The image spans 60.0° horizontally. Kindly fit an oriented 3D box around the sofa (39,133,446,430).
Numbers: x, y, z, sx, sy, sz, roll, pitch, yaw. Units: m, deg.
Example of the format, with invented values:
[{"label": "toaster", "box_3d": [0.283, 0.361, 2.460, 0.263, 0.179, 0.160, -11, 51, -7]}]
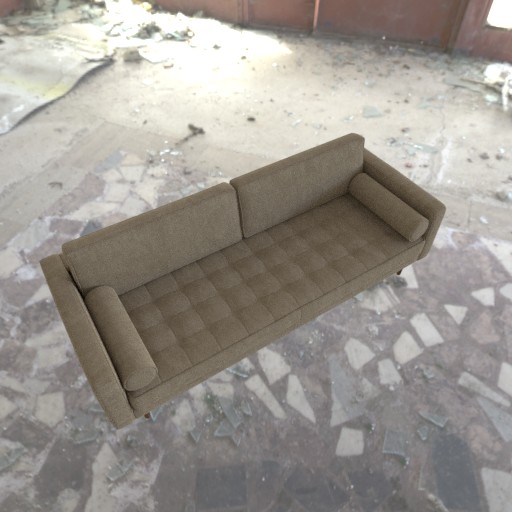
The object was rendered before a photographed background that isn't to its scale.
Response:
[{"label": "sofa", "box_3d": [0.000, 0.000, 2.637, 2.200, 0.770, 0.919, -25, 52, -22]}]
